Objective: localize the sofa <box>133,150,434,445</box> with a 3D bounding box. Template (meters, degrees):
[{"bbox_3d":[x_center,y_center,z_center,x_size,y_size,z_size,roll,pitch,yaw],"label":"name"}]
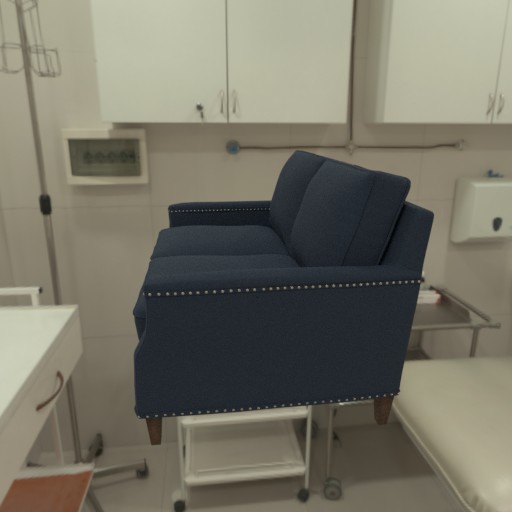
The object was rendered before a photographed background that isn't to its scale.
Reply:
[{"bbox_3d":[0.000,0.000,2.281,1.084,1.003,1.597,-2,17,-7],"label":"sofa"}]
